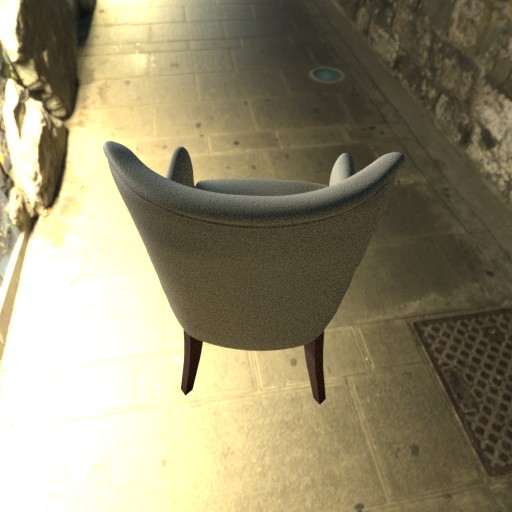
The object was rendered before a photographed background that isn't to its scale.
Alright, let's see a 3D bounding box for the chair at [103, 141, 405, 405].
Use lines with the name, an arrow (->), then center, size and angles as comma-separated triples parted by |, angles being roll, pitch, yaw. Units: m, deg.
chair -> 0.000, 0.000, 1.381 | 0.660, 0.952, 0.686 | 3, 47, 3
